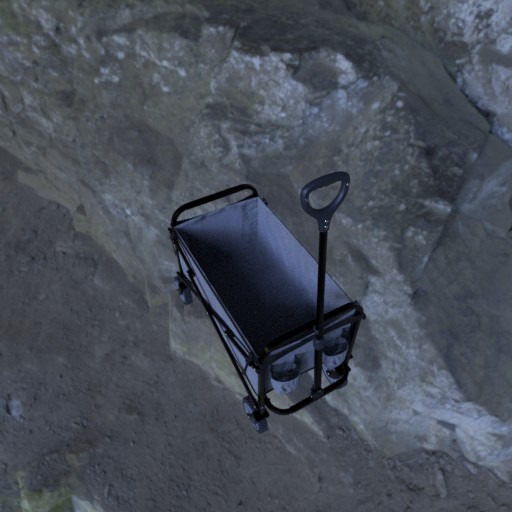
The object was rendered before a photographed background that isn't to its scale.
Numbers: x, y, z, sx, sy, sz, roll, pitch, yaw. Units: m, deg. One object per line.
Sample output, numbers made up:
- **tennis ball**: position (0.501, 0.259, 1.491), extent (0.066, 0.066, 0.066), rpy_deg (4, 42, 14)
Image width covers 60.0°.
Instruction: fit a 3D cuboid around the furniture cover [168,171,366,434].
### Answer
- **furniture cover**: position (0.000, 0.000, 1.841), extent (0.532, 1.295, 1.038), rpy_deg (-22, 51, -20)
